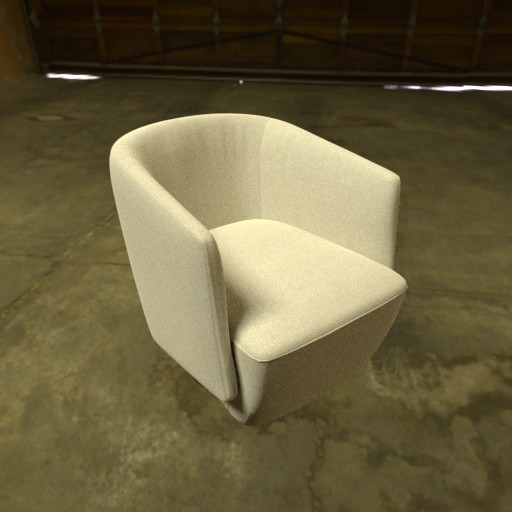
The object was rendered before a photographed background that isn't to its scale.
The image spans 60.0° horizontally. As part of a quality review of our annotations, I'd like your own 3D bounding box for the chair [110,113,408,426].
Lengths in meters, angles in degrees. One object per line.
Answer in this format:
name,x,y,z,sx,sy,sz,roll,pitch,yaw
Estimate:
chair,0.000,0.000,1.667,0.822,0.861,0.986,-20,36,-31
